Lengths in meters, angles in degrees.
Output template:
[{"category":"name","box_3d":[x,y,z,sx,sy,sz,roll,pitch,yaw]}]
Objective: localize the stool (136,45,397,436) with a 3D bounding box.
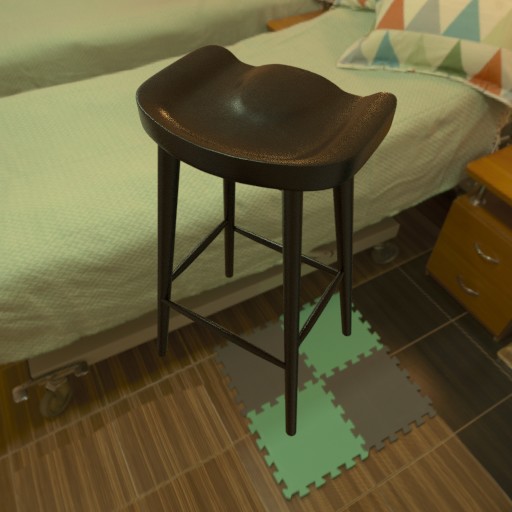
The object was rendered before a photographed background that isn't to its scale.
[{"category":"stool","box_3d":[0.000,0.000,0.992,0.440,0.749,0.361,25,53,21]}]
